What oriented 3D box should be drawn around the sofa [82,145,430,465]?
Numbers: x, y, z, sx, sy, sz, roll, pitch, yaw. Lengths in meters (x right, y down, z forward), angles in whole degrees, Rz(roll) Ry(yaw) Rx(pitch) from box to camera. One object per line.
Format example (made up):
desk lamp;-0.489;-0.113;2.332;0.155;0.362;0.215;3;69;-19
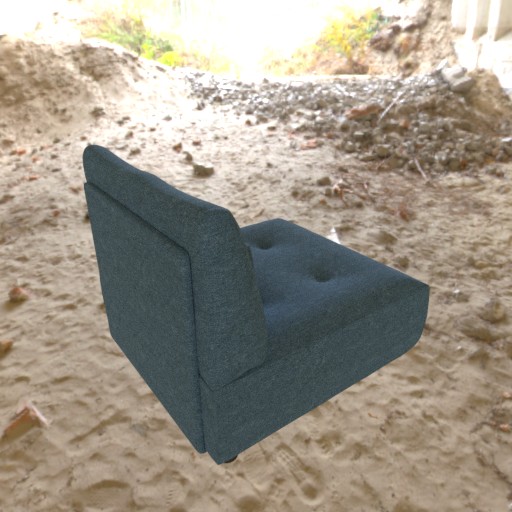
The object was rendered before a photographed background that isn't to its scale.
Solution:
sofa;0.000;0.000;1.721;1.000;0.820;0.930;-18;31;-32
